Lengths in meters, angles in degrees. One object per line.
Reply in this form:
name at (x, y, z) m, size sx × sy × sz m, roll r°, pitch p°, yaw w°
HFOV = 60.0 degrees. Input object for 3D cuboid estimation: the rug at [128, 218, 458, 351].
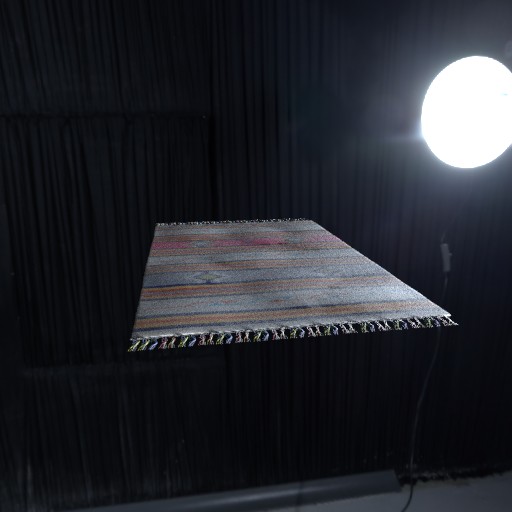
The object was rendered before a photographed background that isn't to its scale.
rug at (0.000, 0.000, 2.248) m, size 1.084 × 0.013 × 1.849 m, roll -3°, pitch 16°, yaw -9°
